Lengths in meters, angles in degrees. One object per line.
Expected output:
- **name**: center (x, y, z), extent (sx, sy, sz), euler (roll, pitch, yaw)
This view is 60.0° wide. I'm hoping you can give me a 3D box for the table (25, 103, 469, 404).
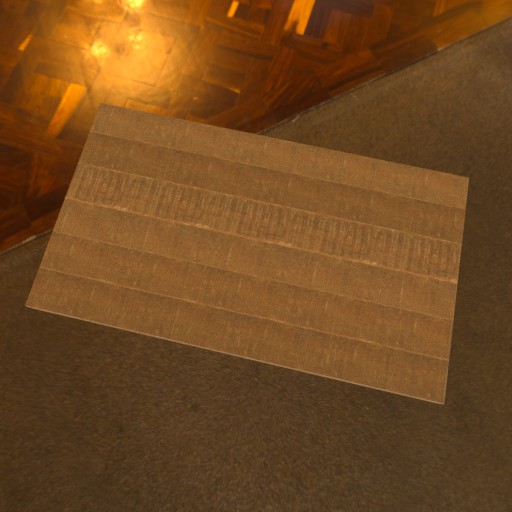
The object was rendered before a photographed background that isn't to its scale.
- **table**: center (0.000, 0.000, 1.754), extent (1.400, 0.440, 0.800), euler (12, 75, 3)
